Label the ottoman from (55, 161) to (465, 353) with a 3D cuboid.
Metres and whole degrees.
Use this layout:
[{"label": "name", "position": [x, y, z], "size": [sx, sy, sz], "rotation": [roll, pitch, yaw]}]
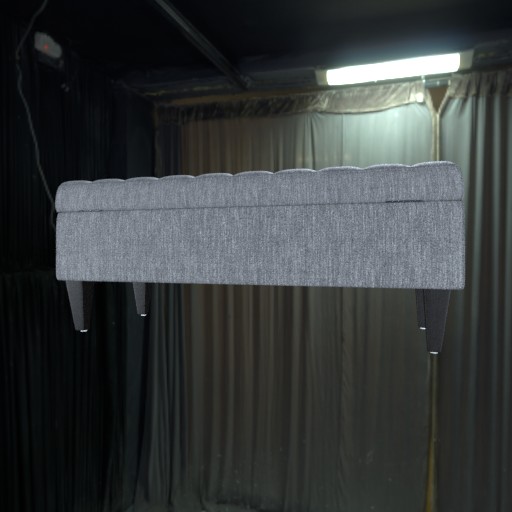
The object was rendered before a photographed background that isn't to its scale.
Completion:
[{"label": "ottoman", "position": [0.000, 0.000, 1.407], "size": [1.151, 0.469, 0.482], "rotation": [0, 1, 17]}]
